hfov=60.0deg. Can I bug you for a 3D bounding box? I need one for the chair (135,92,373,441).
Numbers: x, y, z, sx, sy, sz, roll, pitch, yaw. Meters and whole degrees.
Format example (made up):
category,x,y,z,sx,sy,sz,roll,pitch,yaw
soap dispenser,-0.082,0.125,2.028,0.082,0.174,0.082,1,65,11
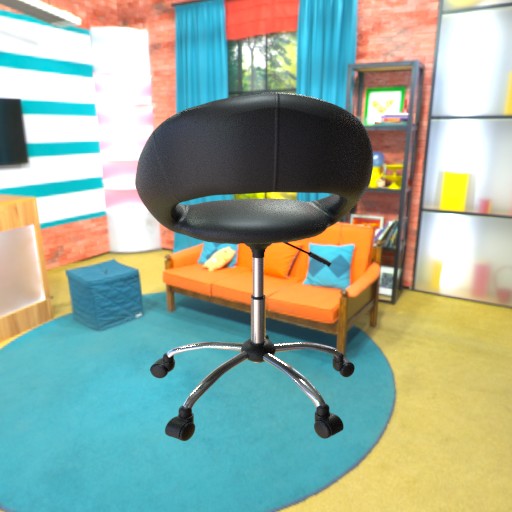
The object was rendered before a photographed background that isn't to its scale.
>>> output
category,x,y,z,sx,sy,sz,roll,pitch,yaw
chair,0.000,0.000,1.186,0.612,0.791,0.538,-3,16,-10
